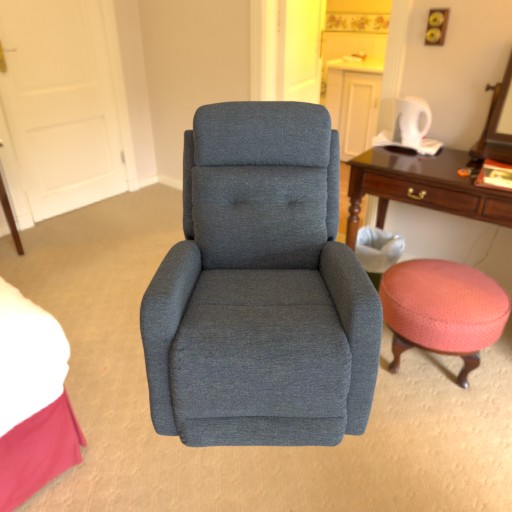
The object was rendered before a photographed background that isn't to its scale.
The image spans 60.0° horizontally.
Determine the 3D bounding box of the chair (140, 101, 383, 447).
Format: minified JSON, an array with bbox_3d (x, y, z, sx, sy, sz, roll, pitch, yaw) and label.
[{"bbox_3d":[0.000,0.000,1.721,0.798,1.013,1.043,0,29,0],"label":"chair"}]
